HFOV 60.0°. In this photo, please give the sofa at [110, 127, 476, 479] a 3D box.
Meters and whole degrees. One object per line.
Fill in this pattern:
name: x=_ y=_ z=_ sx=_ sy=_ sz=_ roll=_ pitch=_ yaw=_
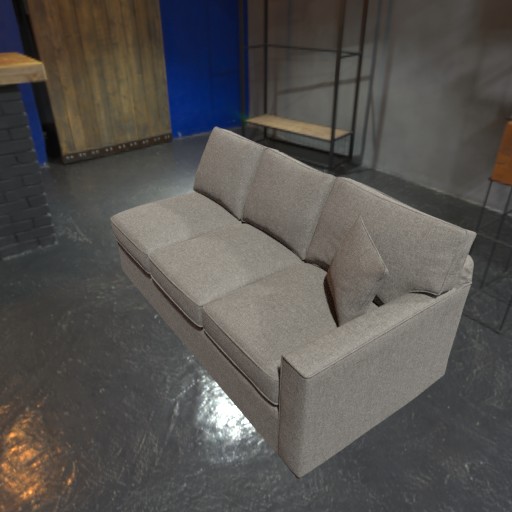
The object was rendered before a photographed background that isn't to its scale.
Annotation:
sofa: x=0.000 y=0.000 z=2.502 sx=1.034 sy=0.946 sz=1.963 roll=-20 pitch=37 yaw=-30
